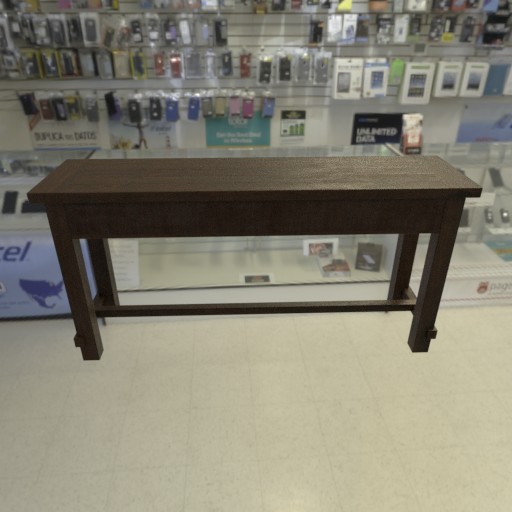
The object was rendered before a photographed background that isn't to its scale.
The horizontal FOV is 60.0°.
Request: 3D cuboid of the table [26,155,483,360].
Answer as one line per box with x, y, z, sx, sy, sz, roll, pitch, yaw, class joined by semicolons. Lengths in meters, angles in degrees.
0.000;0.000;1.922;1.599;0.762;0.442;-1;29;-2;table
